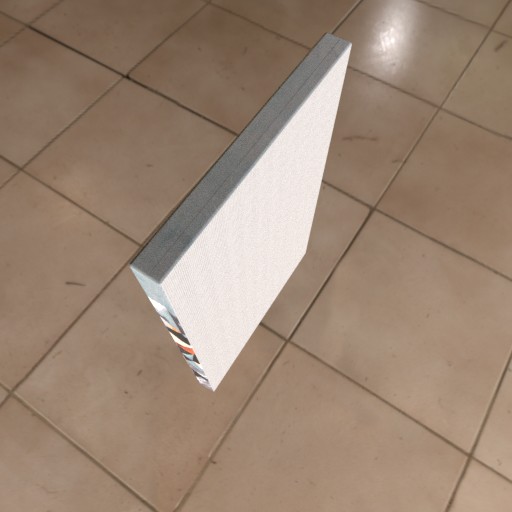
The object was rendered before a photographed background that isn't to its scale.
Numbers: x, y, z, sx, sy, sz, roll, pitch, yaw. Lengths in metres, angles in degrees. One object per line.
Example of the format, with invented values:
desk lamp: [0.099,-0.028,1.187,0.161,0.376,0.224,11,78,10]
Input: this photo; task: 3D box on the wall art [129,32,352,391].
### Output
wall art: [0.000,0.000,1.166,0.061,0.911,0.609,30,67,14]
